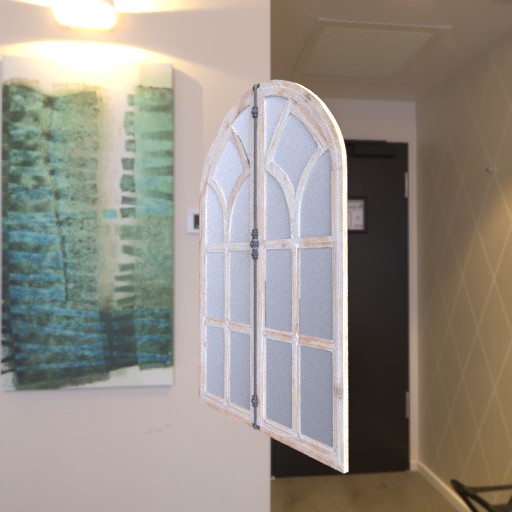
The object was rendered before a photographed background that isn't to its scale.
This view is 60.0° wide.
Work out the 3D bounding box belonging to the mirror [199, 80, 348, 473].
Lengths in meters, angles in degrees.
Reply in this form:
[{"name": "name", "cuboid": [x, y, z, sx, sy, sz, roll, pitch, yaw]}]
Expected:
[{"name": "mirror", "cuboid": [0.000, 0.000, 1.176, 0.032, 0.915, 0.609, 1, -1, -37]}]
